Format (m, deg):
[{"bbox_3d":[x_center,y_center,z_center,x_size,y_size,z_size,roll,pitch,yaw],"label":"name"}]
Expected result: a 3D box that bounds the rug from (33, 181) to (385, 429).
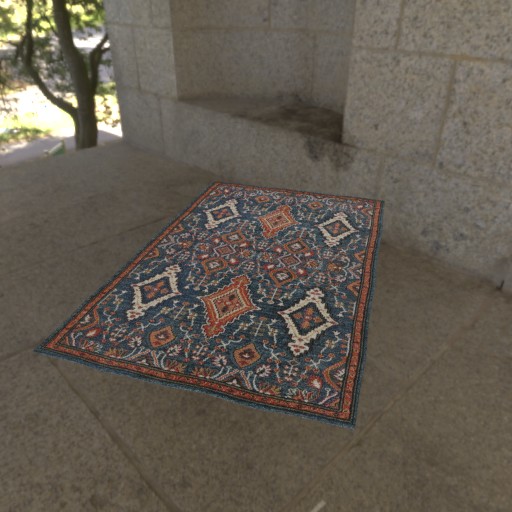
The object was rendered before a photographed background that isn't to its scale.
[{"bbox_3d":[0.000,0.000,4.120,2.190,0.008,3.371,9,32,14],"label":"rug"}]
